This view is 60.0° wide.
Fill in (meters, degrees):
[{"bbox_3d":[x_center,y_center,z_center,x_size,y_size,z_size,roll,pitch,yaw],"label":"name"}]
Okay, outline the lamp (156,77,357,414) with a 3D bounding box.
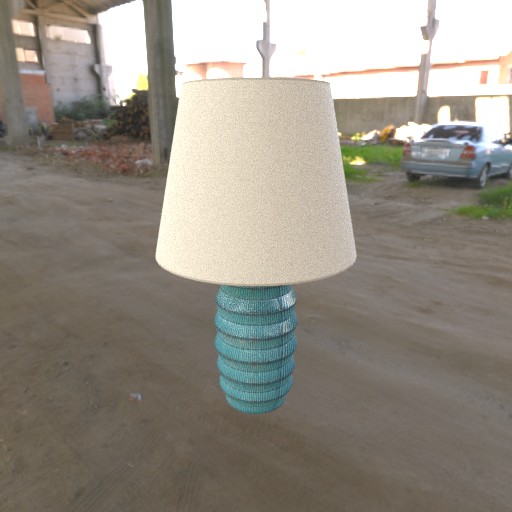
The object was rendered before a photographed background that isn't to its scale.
[{"bbox_3d":[0.000,0.000,0.802,0.355,0.582,0.355,0,17,0],"label":"lamp"}]
